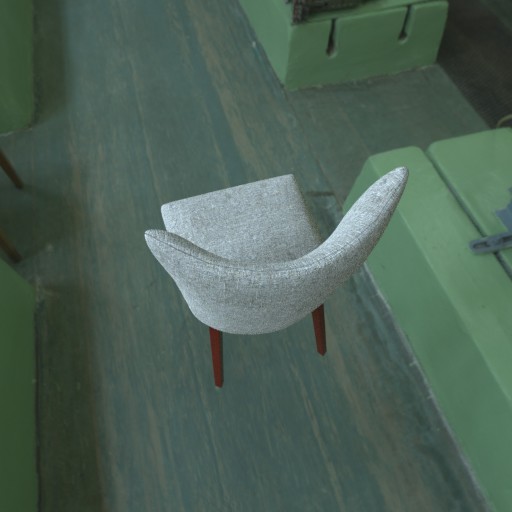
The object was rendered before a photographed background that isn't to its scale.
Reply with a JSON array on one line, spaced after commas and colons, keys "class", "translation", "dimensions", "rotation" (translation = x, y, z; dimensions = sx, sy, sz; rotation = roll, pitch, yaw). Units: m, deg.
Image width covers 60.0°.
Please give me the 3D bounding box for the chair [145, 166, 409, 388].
[{"class": "chair", "translation": [0.000, 0.000, 1.316], "dimensions": [0.535, 0.924, 0.623], "rotation": [-15, 59, -9]}]
